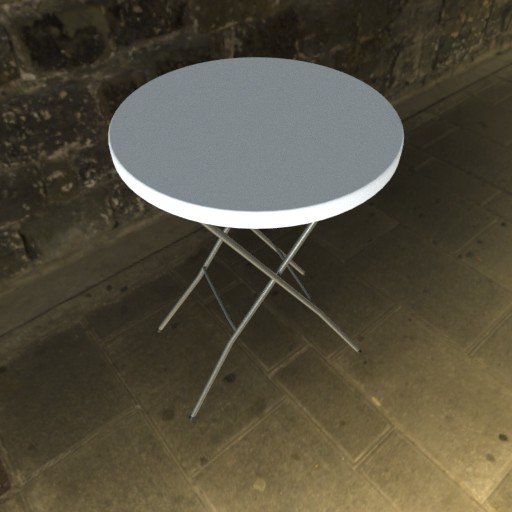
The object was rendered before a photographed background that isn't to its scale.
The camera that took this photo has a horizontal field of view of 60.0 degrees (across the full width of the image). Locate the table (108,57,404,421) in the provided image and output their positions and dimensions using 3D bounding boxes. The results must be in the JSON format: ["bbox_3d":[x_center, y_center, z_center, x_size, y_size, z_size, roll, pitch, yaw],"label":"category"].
[{"bbox_3d":[0.000,0.000,1.613,0.795,1.105,0.792,-19,49,-17],"label":"table"}]
